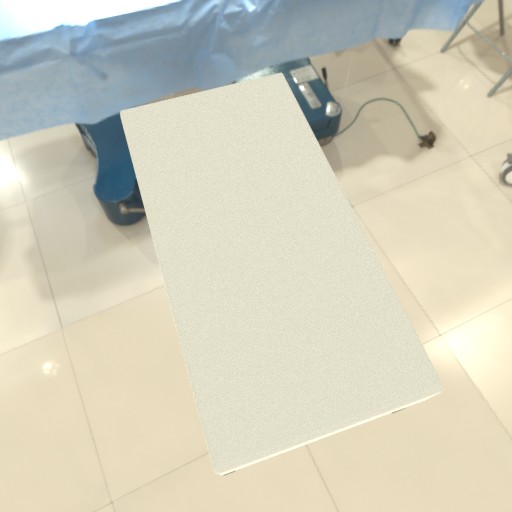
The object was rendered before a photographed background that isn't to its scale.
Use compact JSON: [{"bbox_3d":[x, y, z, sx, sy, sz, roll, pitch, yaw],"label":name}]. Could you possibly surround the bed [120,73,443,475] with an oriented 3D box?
[{"bbox_3d":[0.000,0.000,2.364,0.961,0.616,1.902,-17,64,-8],"label":"bed"}]
